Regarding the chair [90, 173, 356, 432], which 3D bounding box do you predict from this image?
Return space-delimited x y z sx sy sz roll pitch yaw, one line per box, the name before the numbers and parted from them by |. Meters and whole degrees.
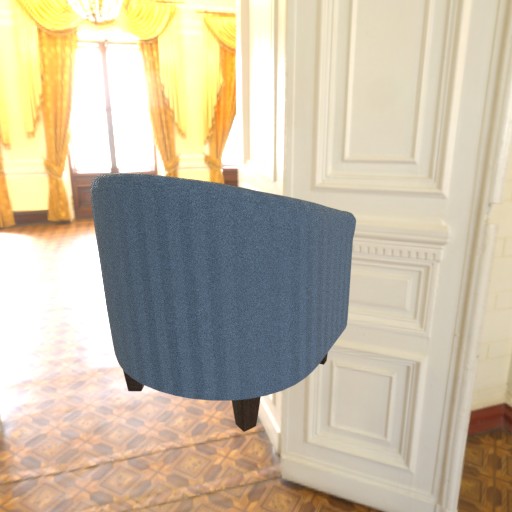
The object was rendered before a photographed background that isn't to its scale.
chair | 0.000 0.000 1.735 0.756 0.757 1.288 9 19 26
